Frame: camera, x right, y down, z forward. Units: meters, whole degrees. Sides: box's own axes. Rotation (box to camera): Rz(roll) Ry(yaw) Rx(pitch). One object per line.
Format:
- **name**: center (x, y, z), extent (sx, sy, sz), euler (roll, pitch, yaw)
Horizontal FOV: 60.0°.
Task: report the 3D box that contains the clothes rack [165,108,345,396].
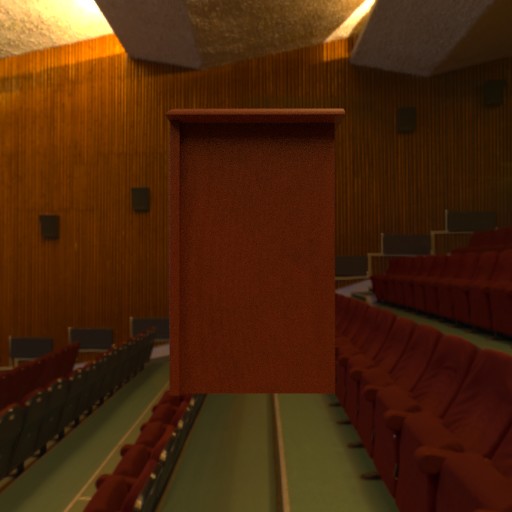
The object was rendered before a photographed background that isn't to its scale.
- **clothes rack**: center (0.000, 0.000, 1.516), extent (0.362, 0.594, 1.251), euler (0, -1, 0)
